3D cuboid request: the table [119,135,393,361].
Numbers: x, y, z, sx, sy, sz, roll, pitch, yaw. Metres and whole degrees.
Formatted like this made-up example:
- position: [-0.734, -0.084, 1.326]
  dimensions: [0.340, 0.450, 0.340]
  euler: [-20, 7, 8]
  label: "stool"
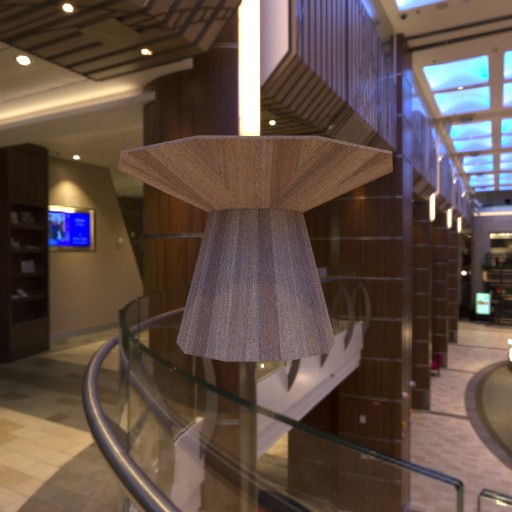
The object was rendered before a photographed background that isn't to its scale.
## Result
- position: [0.000, 0.000, 1.924]
  dimensions: [1.186, 0.752, 1.186]
  euler: [0, 1, 0]
  label: "table"
